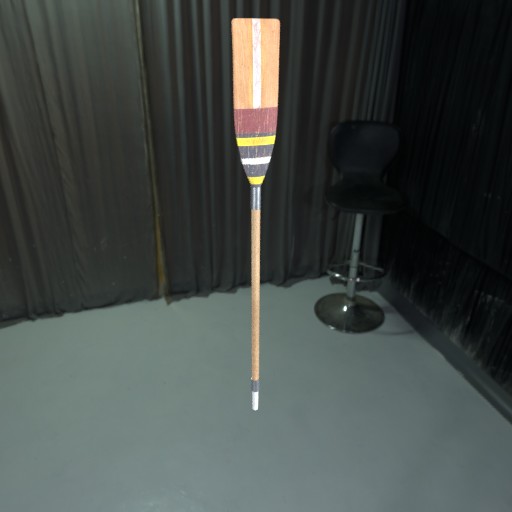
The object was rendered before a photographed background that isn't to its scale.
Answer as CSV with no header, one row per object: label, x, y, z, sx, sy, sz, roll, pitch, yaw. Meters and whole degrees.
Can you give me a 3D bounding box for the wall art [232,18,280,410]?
wall art,0.000,0.000,1.647,0.146,1.556,0.038,-9,29,-16
